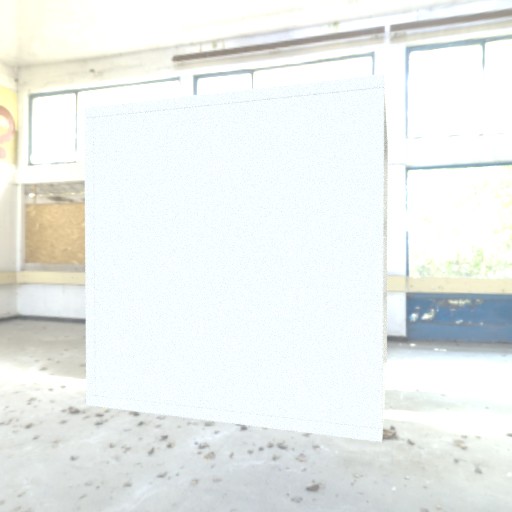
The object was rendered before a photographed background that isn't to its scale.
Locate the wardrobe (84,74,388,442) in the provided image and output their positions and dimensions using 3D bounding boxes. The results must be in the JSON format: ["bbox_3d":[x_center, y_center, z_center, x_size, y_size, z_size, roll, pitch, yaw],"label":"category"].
[{"bbox_3d":[0.000,0.000,0.889,0.500,0.520,0.400,0,1,17],"label":"wardrobe"}]
